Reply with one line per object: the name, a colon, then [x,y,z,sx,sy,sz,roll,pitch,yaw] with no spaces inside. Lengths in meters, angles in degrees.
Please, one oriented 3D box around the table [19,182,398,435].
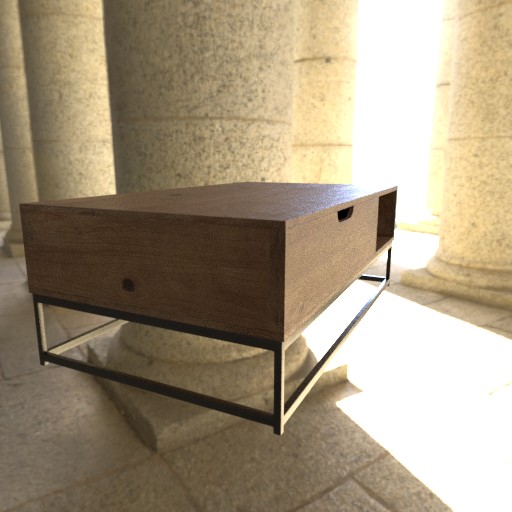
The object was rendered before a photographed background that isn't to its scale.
table: [0.000,0.000,1.381,0.655,0.395,1.101,6,14,26]
